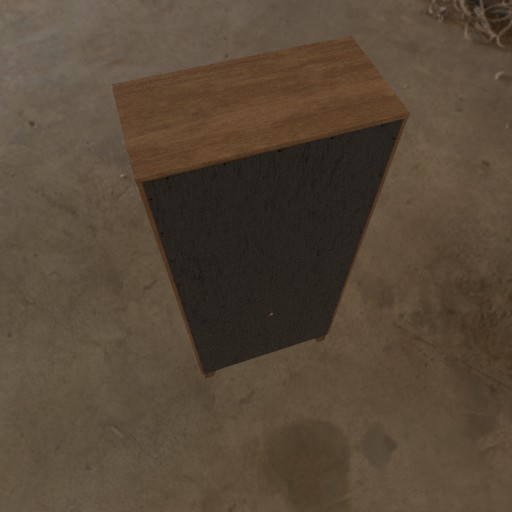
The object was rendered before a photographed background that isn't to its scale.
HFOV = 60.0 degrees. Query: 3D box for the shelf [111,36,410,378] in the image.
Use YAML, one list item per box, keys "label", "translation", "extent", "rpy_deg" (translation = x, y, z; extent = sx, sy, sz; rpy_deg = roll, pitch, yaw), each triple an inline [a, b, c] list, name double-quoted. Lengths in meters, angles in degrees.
- label: "shelf"
  translation: [0.000, 0.000, 2.241]
  extent: [0.864, 1.930, 0.453]
  rpy_deg: [-16, 59, -10]
